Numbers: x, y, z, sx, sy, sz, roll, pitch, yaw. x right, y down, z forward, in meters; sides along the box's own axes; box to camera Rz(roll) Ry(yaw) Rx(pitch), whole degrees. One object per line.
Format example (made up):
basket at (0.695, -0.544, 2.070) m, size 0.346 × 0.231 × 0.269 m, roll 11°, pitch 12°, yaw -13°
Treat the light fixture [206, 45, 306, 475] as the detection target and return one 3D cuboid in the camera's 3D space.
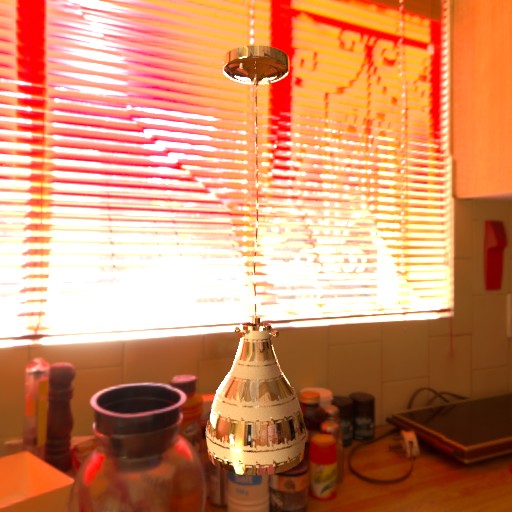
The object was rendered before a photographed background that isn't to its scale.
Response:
light fixture at (0.000, 0.000, 1.651) m, size 0.374 × 1.457 × 0.374 m, roll 0°, pitch -1°, yaw 36°
